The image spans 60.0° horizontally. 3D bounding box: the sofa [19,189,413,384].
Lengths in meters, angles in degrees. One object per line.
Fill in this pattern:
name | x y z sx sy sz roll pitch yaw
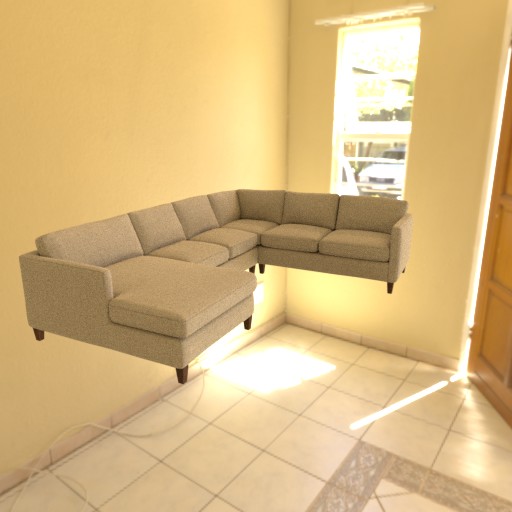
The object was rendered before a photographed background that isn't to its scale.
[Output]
sofa | 0.000 0.000 4.513 2.593 0.959 3.460 8 17 26
